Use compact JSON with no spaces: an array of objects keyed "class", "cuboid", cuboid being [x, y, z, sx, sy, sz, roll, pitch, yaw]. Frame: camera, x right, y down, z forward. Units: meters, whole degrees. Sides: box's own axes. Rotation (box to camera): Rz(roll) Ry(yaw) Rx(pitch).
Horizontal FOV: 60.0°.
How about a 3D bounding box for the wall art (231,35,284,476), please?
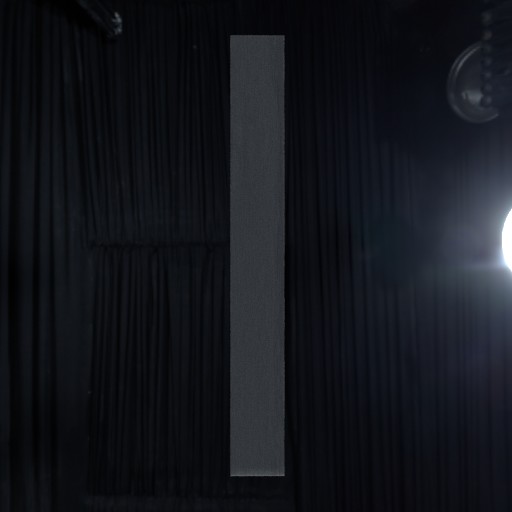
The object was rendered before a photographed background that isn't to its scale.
[{"class":"wall art","cuboid":[0.000,0.000,0.459,0.037,0.305,0.305,0,0,0]}]
